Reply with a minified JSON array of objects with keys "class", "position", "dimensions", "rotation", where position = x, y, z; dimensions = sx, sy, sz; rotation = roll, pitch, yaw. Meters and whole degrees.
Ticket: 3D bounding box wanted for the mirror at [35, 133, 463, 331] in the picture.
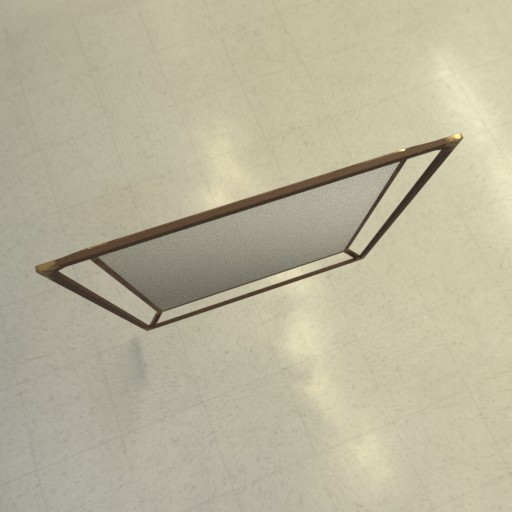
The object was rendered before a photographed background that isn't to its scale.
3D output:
[{"class":"mirror","position":[0.000,0.000,0.896],"dimensions":[0.610,0.610,0.032],"rotation":[-18,74,-5]}]
